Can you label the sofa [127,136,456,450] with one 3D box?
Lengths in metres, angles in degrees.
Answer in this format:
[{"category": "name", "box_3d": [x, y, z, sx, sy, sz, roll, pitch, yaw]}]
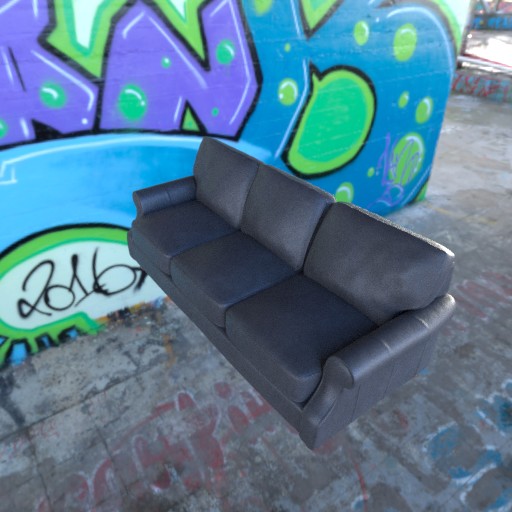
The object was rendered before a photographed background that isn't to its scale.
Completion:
[{"category": "sofa", "box_3d": [0.000, 0.000, 2.913, 0.974, 0.977, 2.387, -21, 38, -30]}]
